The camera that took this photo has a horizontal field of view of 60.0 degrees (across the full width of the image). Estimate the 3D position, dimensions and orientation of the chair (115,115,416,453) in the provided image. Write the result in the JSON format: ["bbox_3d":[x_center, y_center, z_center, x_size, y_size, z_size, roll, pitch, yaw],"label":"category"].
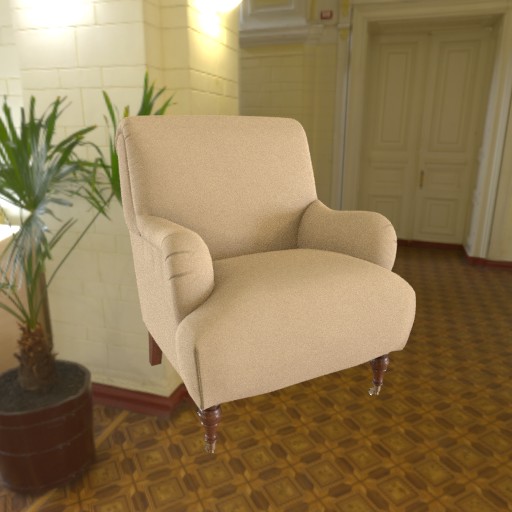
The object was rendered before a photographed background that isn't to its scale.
[{"bbox_3d":[0.000,0.000,1.531,0.766,0.942,0.842,-8,18,-27],"label":"chair"}]
